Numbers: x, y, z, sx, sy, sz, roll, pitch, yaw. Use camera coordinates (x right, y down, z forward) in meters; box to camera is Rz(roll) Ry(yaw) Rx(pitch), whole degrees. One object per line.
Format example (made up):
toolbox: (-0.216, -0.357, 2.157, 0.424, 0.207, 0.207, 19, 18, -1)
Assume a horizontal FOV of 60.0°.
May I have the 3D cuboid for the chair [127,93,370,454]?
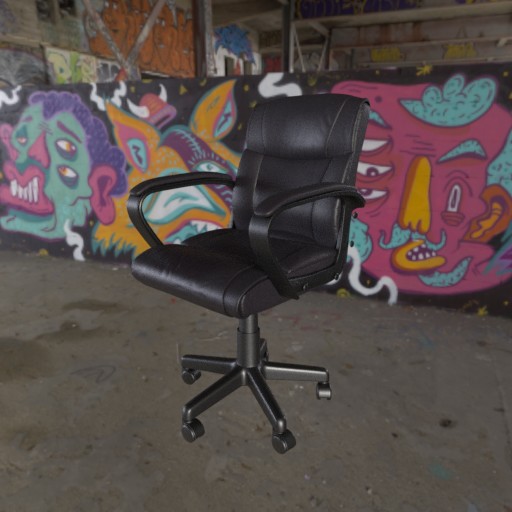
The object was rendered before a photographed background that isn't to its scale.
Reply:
chair: (0.000, 0.000, 1.404, 0.576, 0.998, 0.641, 14, 21, 40)
